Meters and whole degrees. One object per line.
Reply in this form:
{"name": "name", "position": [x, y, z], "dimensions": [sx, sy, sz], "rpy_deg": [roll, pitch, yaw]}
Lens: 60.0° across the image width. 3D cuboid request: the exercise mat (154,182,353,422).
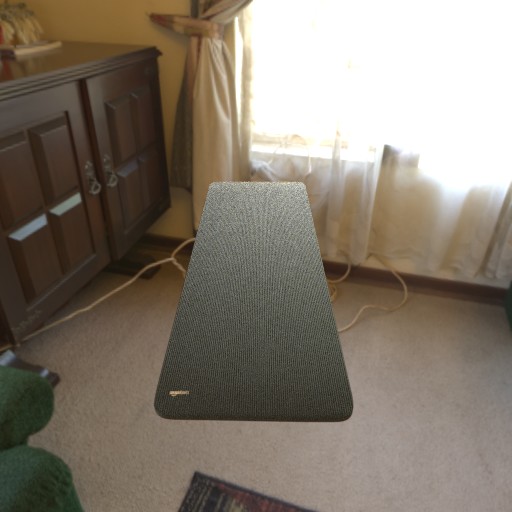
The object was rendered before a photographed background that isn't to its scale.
{"name": "exercise mat", "position": [0.000, 0.000, 2.112], "dimensions": [0.616, 0.021, 1.869], "rpy_deg": [0, 31, 0]}
